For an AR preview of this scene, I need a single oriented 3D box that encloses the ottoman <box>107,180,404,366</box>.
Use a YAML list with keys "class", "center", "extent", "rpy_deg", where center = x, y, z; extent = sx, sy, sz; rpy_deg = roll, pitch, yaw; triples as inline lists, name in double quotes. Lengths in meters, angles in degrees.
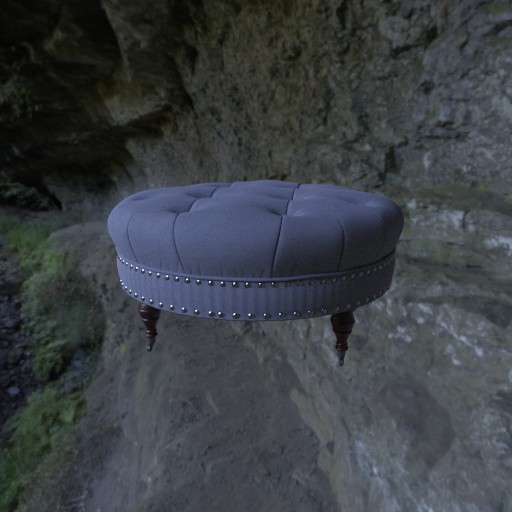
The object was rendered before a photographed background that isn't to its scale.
- class: "ottoman"
  center: [0.000, 0.000, 1.424]
  extent: [0.901, 0.439, 0.901]
  rpy_deg: [0, 15, 0]
